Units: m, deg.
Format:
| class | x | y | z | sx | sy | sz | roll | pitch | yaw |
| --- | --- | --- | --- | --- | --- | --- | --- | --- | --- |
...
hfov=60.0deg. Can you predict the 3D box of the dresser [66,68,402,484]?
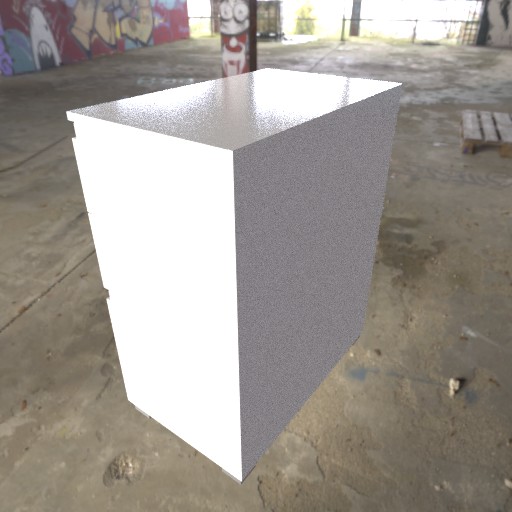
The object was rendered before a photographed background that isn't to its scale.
| class | x | y | z | sx | sy | sz | roll | pitch | yaw |
| --- | --- | --- | --- | --- | --- | --- | --- | --- | --- |
| dresser | 0.000 | 0.000 | 1.154 | 0.400 | 0.800 | 0.650 | 21 | 37 | 31 |
